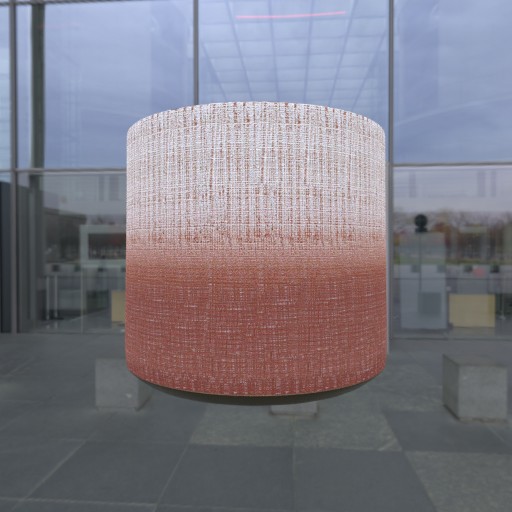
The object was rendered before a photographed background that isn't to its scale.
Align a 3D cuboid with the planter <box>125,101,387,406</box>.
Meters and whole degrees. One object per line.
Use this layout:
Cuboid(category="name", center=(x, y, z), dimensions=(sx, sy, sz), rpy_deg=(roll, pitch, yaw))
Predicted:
Cuboid(category="planter", center=(0.000, 0.000, 0.389), dimensions=(0.221, 0.201, 0.221), rpy_deg=(0, 1, 0))
